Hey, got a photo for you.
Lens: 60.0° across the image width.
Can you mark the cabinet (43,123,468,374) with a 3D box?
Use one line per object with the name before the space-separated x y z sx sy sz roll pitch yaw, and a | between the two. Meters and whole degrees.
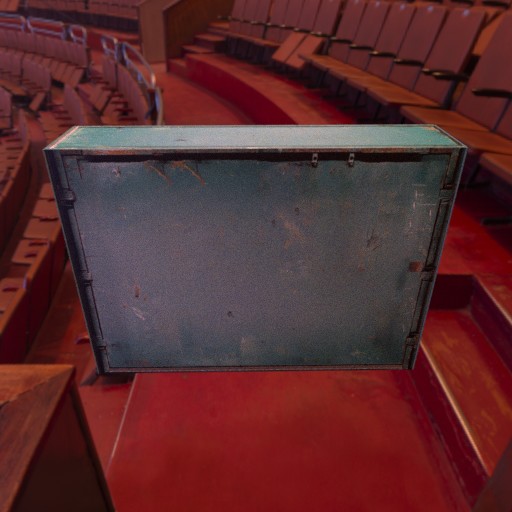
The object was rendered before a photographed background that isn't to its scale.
cabinet | 0.000 0.000 3.967 3.001 2.160 0.680 -1 31 -1
